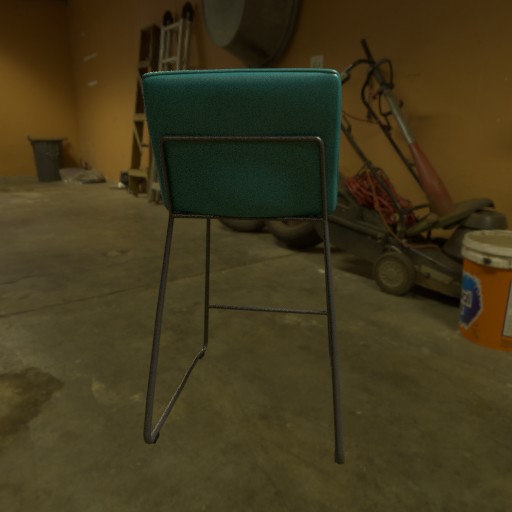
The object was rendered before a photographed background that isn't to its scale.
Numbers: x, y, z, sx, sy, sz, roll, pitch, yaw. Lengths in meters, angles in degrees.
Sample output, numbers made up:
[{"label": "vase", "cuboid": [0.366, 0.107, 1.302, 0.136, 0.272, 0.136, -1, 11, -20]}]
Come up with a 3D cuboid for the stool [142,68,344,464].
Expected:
[{"label": "stool", "cuboid": [0.000, 0.000, 1.179, 0.489, 0.866, 0.524, 2, 16, 8]}]
